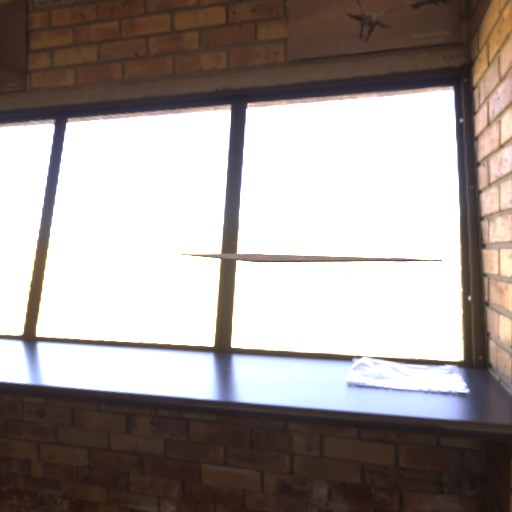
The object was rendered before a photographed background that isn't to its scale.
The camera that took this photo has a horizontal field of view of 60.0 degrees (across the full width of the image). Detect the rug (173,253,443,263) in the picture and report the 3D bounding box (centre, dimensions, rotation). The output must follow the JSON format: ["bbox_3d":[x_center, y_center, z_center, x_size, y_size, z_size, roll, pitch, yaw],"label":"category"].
[{"bbox_3d":[0.000,0.000,2.534,0.684,0.009,2.275,0,1,-17],"label":"rug"}]
